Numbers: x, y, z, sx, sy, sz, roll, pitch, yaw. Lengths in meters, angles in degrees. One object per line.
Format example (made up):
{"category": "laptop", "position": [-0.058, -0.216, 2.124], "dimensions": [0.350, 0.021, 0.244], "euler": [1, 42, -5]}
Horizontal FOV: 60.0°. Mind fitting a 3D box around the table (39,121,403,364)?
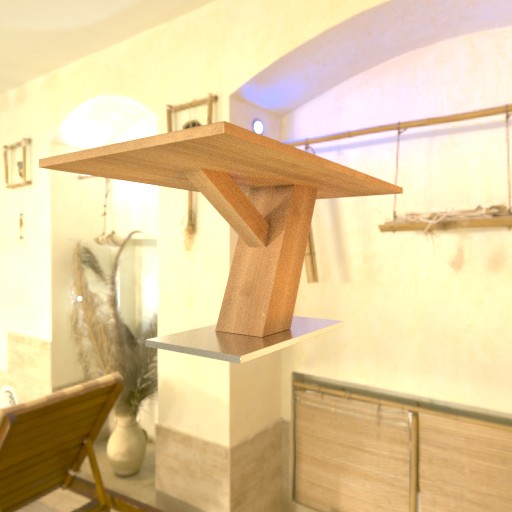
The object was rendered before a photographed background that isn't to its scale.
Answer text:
{"category": "table", "position": [0.000, 0.000, 2.091], "dimensions": [0.900, 0.750, 1.600], "euler": [1, 1, 35]}
